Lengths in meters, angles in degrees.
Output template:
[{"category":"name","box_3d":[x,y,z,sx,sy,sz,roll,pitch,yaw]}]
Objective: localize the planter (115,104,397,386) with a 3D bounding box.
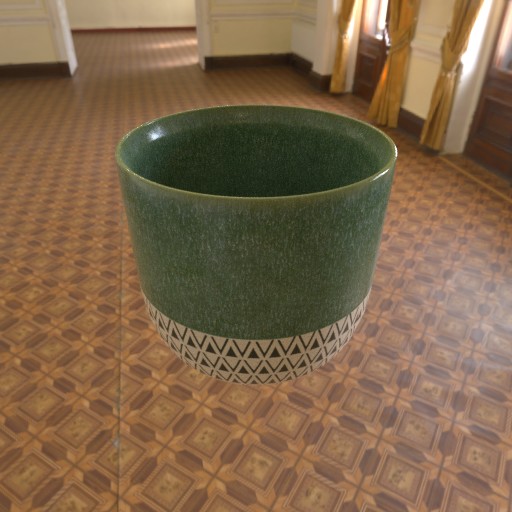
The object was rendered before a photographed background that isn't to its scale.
[{"category":"planter","box_3d":[0.000,0.000,0.504,0.266,0.270,0.266,0,33,0]}]
